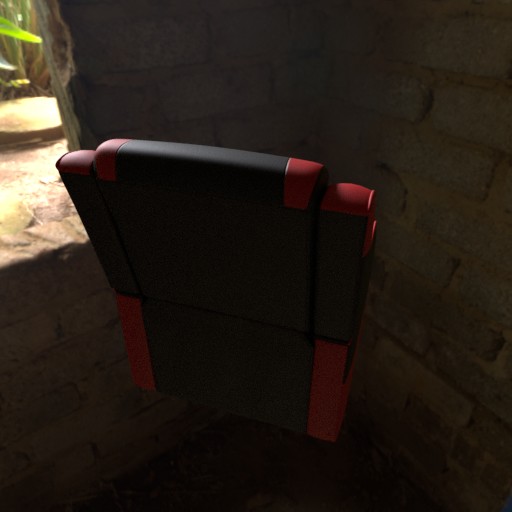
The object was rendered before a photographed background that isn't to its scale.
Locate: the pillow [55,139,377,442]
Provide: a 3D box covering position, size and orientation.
[{"bbox_3d":[0.000,0.000,1.236,0.620,0.805,0.672,10,34,16],"label":"pillow"}]
